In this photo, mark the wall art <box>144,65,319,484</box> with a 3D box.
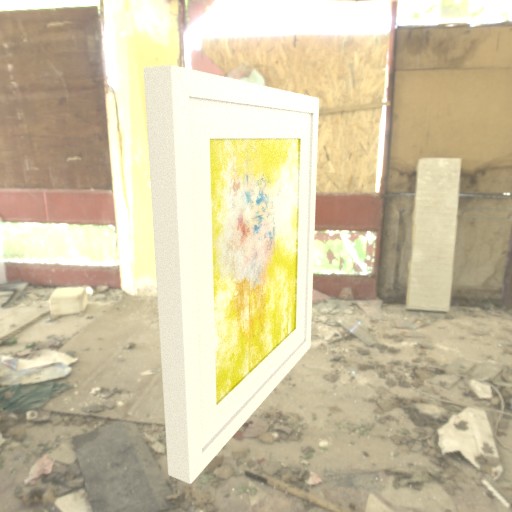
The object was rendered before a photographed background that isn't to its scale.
[{"bbox_3d":[0.000,0.000,0.531,0.028,0.381,0.331,8,17,26],"label":"wall art"}]
